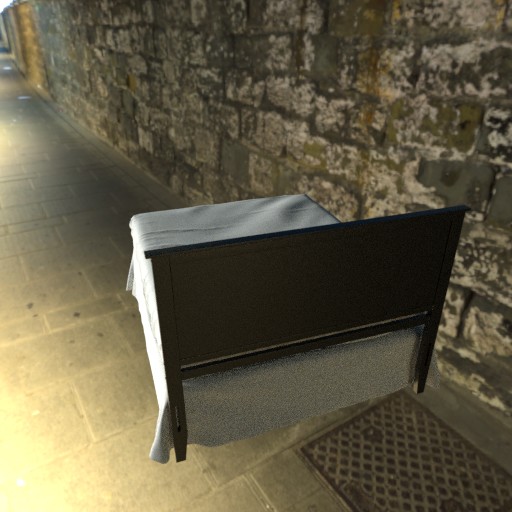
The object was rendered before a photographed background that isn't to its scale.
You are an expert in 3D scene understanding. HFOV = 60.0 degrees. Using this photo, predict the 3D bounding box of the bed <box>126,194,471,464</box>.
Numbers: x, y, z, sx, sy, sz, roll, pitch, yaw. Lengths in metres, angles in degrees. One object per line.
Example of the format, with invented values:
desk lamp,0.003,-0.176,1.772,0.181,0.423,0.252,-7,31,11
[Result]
bed,0.000,0.000,3.185,1.870,1.270,2.050,-9,29,-17
